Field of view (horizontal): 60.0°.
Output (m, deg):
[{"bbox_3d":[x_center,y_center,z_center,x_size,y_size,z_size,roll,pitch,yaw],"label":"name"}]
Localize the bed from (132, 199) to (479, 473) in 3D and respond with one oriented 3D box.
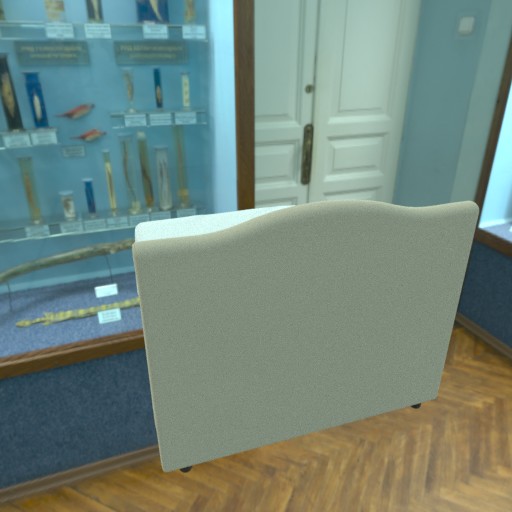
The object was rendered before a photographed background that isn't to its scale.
[{"bbox_3d":[0.000,0.000,3.212,1.753,1.460,2.143,-8,27,-17],"label":"bed"}]
